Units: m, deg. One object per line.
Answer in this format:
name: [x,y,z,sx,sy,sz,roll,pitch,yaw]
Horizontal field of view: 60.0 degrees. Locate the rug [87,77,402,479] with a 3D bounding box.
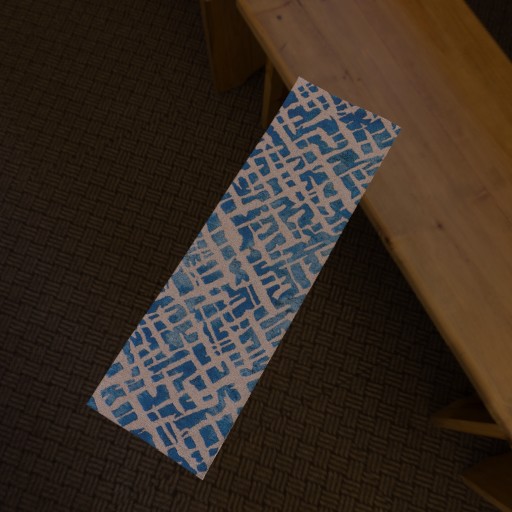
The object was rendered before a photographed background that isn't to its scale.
rug: [0.000,0.000,2.692,0.768,0.011,2.446,30,78,7]
